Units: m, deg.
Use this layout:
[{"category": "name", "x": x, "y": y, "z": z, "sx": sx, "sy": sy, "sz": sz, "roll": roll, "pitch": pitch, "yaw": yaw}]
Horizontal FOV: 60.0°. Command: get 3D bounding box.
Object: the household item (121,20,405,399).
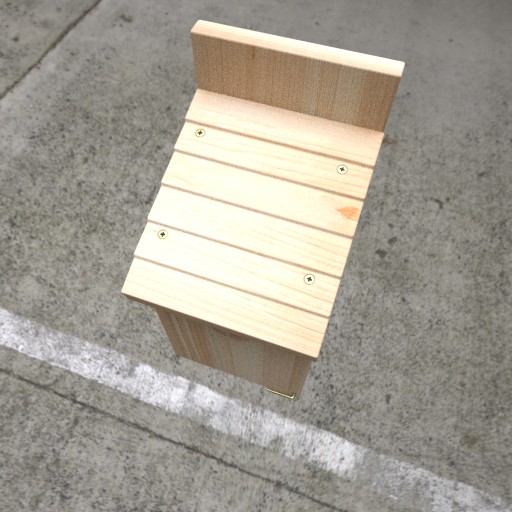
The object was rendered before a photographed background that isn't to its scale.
[{"category": "household item", "x": 0.000, "y": 0.000, "z": 0.386, "sx": 0.149, "sy": 0.300, "sz": 0.171, "roll": 17, "pitch": 60, "yaw": 10}]
